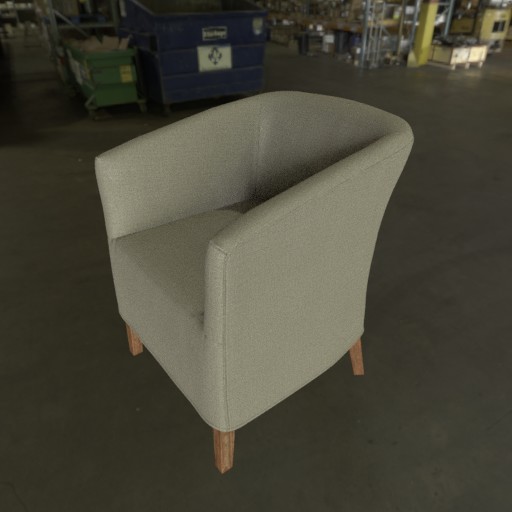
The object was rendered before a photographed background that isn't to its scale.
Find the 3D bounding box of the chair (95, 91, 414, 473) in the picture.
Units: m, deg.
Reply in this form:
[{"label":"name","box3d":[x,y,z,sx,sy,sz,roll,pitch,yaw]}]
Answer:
[{"label":"chair","box3d":[0.000,0.000,1.253,0.668,0.771,0.600,-22,38,-31]}]
